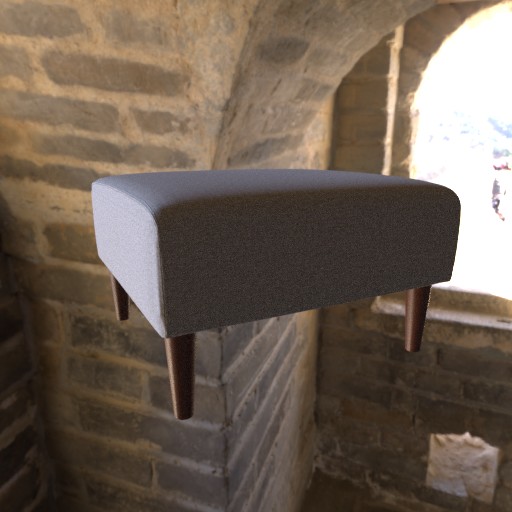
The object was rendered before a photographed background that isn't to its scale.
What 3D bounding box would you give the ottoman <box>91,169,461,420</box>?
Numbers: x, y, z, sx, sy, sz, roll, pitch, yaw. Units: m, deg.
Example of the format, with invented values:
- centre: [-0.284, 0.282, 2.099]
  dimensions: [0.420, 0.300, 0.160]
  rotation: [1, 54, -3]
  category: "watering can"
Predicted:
- centre: [0.000, 0.000, 1.069]
  dimensions: [0.655, 0.399, 0.648]
  rotation: [-7, 16, -27]
  category: "ottoman"
